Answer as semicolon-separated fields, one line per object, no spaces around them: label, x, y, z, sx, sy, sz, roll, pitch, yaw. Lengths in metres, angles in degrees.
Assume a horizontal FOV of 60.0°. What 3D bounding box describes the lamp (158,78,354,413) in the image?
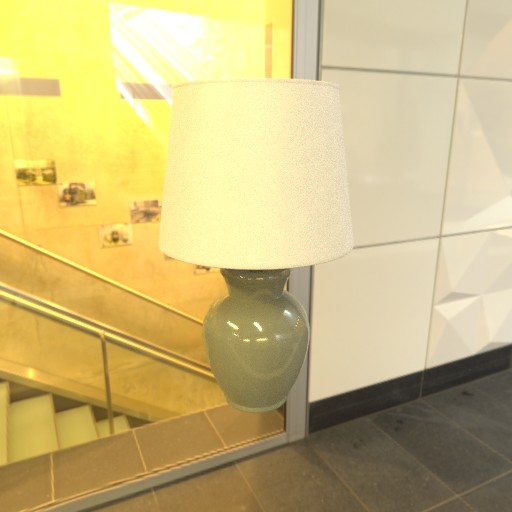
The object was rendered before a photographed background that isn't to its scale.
lamp;0.000;0.000;0.560;0.239;0.399;0.239;0;16;0
